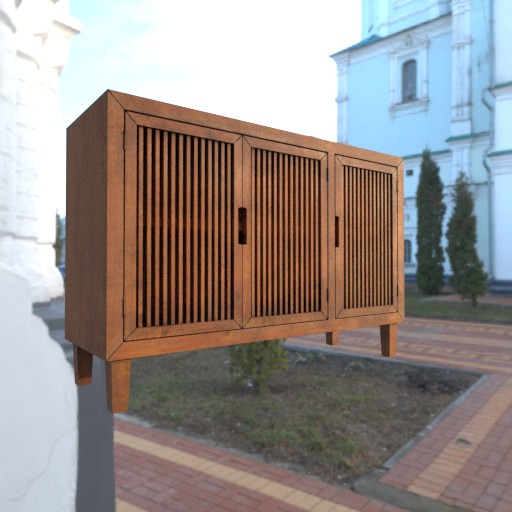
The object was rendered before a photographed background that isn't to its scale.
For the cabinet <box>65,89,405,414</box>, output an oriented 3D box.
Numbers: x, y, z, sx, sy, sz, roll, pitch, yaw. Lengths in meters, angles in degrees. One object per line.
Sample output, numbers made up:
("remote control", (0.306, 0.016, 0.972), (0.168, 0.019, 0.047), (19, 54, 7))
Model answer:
("cabinet", (0.000, 0.000, 1.599), (1.204, 0.805, 0.403), (1, -1, -37))
